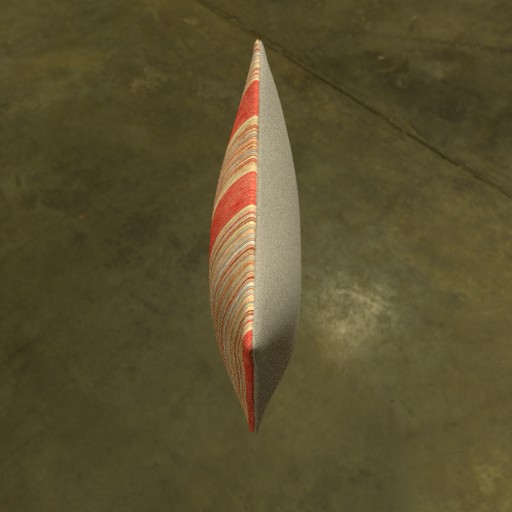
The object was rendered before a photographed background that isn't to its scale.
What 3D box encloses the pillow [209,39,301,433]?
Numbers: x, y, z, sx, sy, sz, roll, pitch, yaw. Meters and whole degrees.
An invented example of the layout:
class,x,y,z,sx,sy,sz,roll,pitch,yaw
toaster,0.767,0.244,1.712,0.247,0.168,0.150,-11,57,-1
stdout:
class,x,y,z,sx,sy,sz,roll,pitch,yaw
pillow,0.000,0.000,0.658,0.136,0.419,0.437,1,60,1
